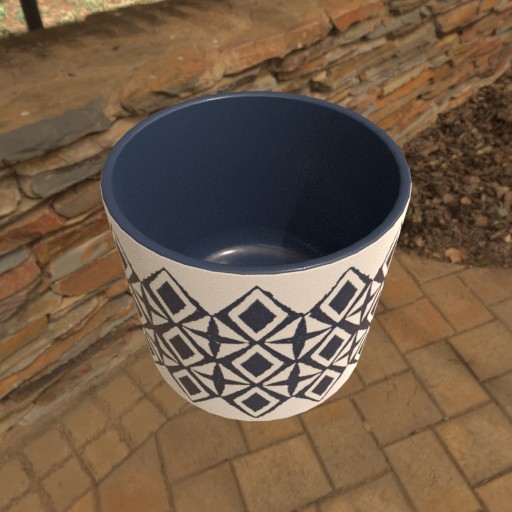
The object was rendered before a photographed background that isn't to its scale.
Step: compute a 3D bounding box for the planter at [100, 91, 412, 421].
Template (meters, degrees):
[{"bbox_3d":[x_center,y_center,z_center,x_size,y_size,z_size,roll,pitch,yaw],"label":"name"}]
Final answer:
[{"bbox_3d":[0.000,0.000,0.398,0.224,0.203,0.224,0,46,0],"label":"planter"}]
